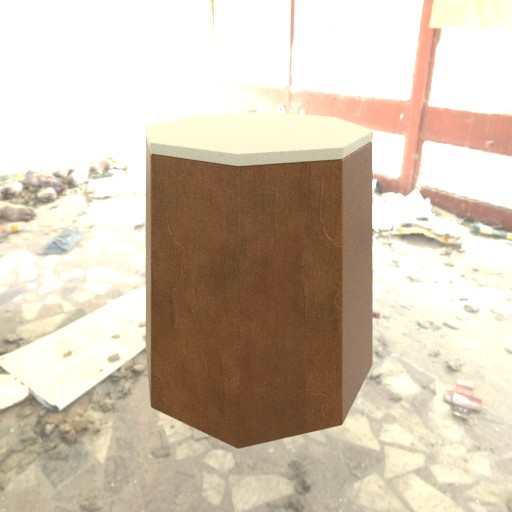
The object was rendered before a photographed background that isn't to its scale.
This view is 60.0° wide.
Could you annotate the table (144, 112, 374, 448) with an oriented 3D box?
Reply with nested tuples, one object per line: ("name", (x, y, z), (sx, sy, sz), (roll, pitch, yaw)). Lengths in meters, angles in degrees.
("table", (0.000, 0.000, 0.812), (0.439, 0.457, 0.439), (-8, 27, -16))
